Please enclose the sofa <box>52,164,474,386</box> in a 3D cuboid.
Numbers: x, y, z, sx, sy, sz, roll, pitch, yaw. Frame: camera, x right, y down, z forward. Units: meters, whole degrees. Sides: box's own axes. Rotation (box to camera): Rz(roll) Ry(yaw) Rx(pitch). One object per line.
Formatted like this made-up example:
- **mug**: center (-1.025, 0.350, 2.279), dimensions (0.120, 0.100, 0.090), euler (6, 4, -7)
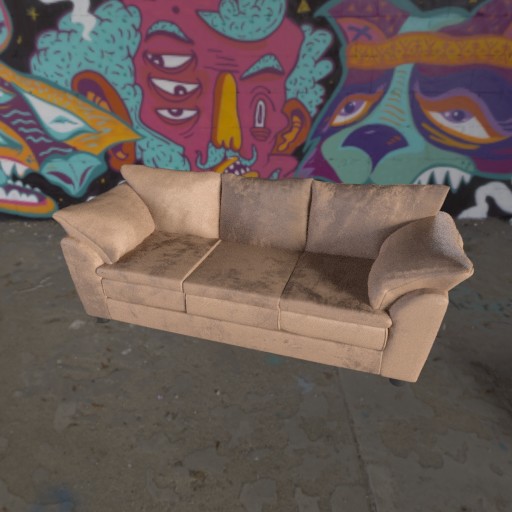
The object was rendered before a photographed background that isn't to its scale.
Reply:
- **sofa**: center (0.000, 0.000, 2.824), dimensions (2.377, 0.981, 0.893), euler (8, 26, 17)
